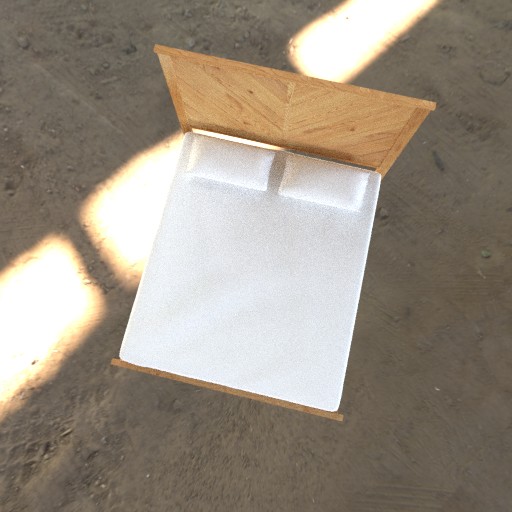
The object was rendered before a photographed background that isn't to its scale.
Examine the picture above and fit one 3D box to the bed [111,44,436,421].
[{"bbox_3d":[0.000,0.000,4.101,2.225,1.938,2.530,13,77,3],"label":"bed"}]
